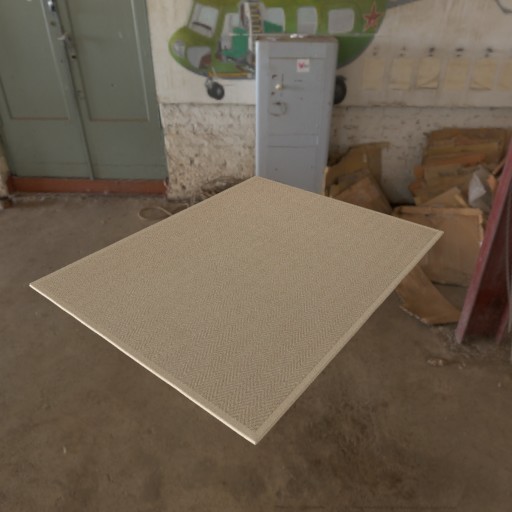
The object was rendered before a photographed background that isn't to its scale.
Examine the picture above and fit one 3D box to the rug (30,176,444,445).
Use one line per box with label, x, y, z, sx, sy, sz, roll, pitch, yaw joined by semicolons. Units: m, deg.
rug;0.000;0.000;4.057;2.407;0.020;3.051;23;39;32
